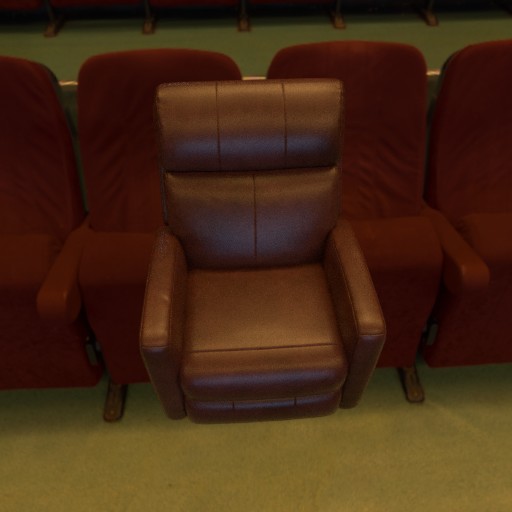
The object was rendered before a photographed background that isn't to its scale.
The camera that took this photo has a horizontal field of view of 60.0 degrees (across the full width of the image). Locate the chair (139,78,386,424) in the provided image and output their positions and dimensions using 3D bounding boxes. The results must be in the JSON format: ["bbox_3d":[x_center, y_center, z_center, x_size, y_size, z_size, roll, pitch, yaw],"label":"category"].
[{"bbox_3d":[0.000,0.000,1.674,0.787,1.016,0.939,-3,46,-3],"label":"chair"}]
